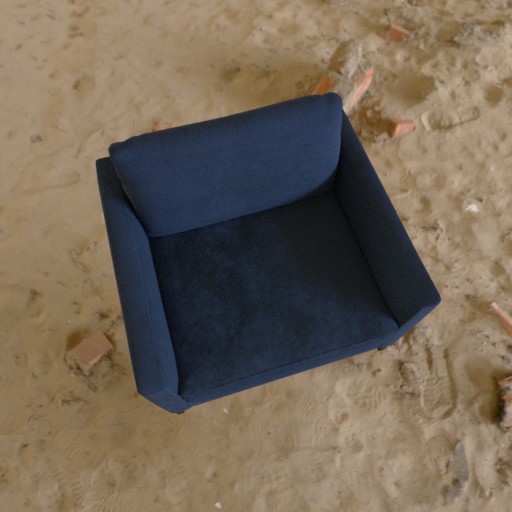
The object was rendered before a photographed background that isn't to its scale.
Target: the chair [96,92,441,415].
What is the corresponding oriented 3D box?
[{"bbox_3d":[0.000,0.000,1.639,0.964,0.812,0.875,-16,66,-7],"label":"chair"}]
